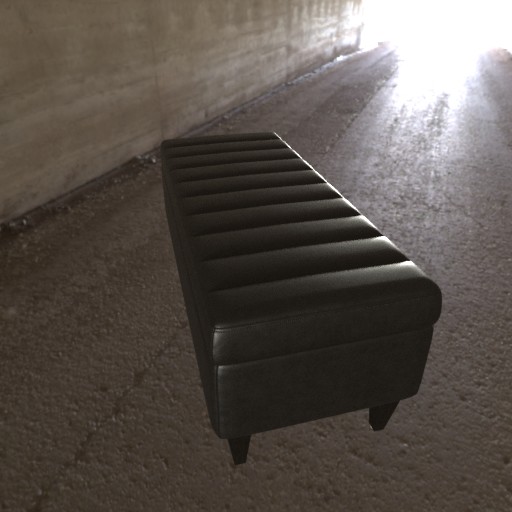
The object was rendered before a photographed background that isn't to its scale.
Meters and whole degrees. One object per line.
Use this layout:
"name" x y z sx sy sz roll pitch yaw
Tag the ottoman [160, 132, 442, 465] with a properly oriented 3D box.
"ottoman" 0.000 0.000 1.389 0.482 0.469 1.151 -8 32 -13
